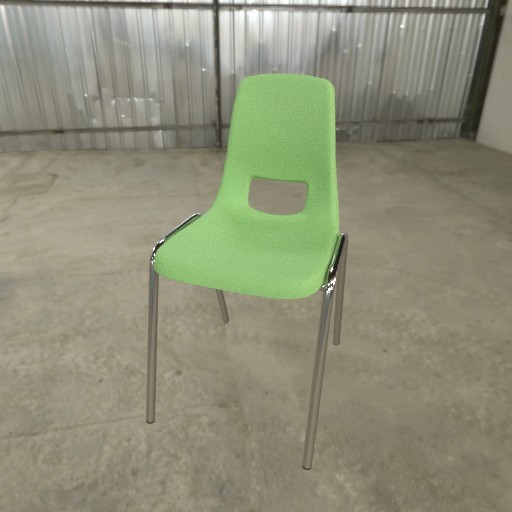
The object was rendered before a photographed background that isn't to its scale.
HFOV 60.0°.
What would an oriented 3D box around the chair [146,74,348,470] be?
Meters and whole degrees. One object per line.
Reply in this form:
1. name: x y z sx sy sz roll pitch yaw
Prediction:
1. chair: 0.000 0.000 0.966 0.381 0.704 0.436 9 28 17
